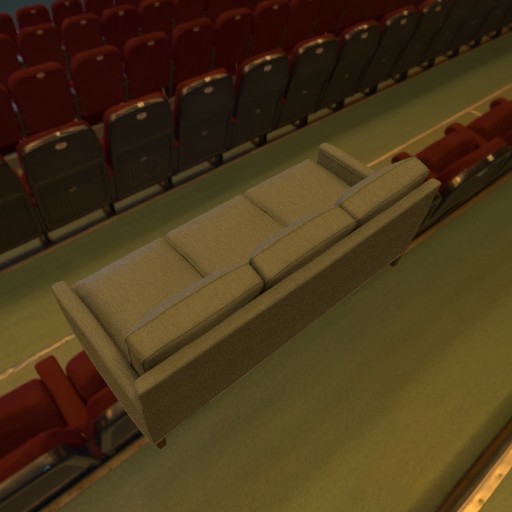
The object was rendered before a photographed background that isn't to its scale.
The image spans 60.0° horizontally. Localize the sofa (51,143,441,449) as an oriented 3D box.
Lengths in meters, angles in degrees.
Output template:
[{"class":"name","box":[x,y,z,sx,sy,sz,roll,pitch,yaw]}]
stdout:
[{"class":"sofa","box":[0.000,0.000,2.820,2.246,1.003,1.084,-32,55,-26]}]
